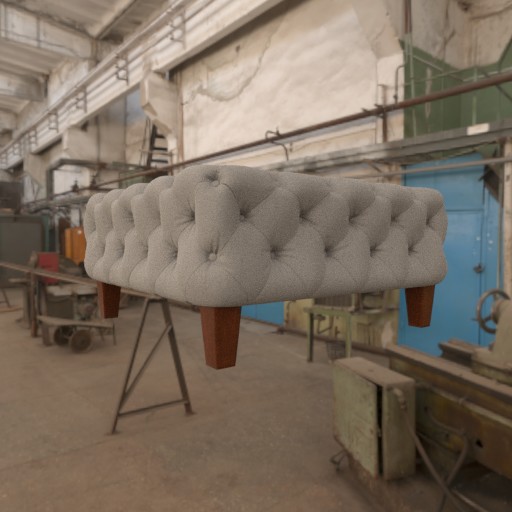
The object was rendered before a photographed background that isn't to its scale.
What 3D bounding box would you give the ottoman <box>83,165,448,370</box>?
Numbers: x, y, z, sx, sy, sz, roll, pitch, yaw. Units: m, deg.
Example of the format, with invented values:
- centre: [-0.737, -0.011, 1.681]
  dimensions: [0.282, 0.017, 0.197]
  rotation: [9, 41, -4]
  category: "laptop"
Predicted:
- centre: [0.000, 0.000, 1.479]
  dimensions: [0.911, 0.439, 0.917]
  rotation: [-2, 3, -36]
  category: "ottoman"
